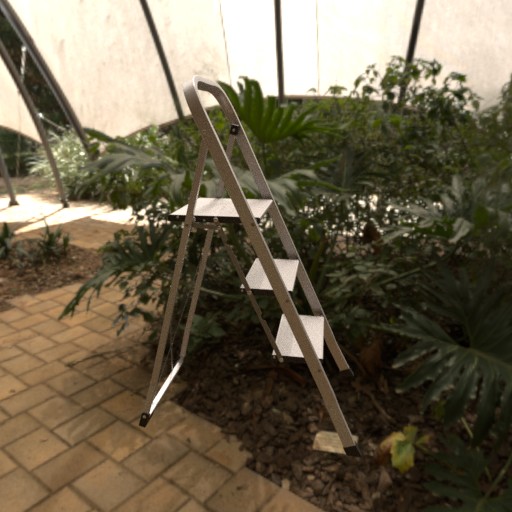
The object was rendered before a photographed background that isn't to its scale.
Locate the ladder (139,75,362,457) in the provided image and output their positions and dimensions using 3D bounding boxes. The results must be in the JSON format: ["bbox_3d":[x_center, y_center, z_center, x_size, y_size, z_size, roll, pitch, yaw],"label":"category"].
[{"bbox_3d":[0.000,0.000,1.424,0.704,1.070,0.465,3,17,9],"label":"ladder"}]
